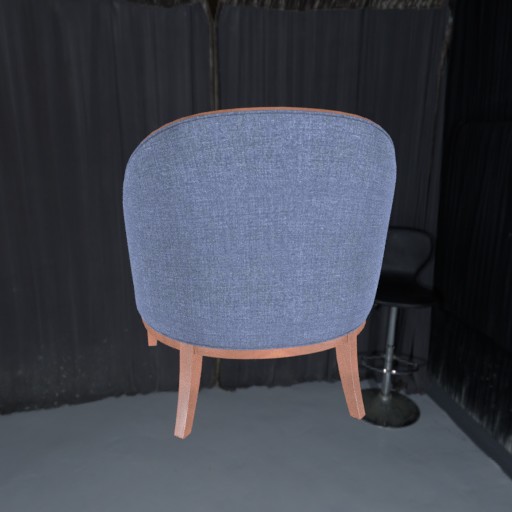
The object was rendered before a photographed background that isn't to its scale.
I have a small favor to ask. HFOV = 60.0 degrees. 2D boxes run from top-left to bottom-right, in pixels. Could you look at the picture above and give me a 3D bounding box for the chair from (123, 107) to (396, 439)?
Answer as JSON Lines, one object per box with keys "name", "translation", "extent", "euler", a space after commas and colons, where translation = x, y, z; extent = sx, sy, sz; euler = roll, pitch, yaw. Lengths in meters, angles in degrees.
{"name": "chair", "translation": [0.000, 0.000, 1.452], "extent": [0.803, 0.876, 0.735], "euler": [-2, 14, -10]}
